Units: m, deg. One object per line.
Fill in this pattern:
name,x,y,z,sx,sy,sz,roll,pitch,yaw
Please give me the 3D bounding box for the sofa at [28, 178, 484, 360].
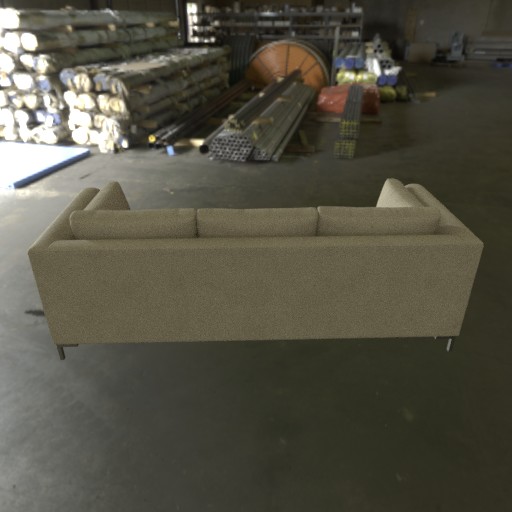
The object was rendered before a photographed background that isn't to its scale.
sofa,0.000,0.000,2.902,2.415,0.867,0.969,-1,29,-2
